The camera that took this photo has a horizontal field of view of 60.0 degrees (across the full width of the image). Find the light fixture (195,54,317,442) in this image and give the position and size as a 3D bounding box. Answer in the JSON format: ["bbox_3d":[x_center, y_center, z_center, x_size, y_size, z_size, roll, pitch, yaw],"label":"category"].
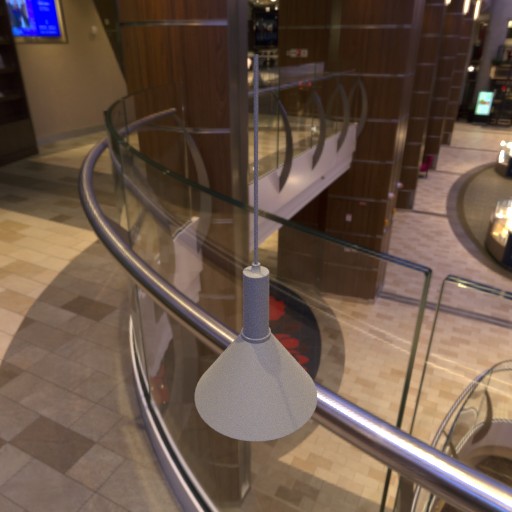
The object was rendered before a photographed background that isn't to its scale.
[{"bbox_3d":[0.000,0.000,0.825,0.267,0.683,0.267,-8,27,-17],"label":"light fixture"}]
